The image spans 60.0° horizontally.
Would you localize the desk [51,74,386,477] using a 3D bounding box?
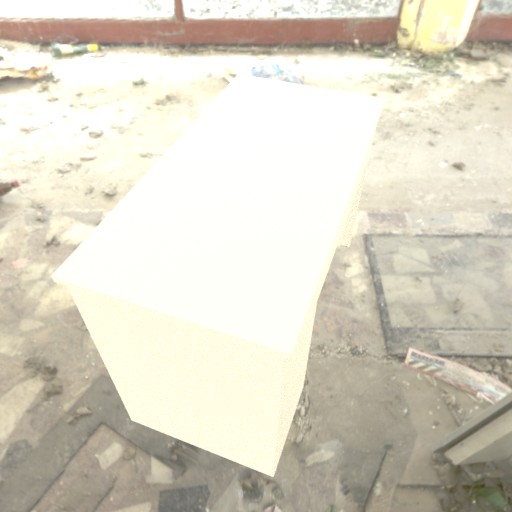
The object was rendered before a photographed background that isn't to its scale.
[{"bbox_3d":[0.000,0.000,1.538,0.560,0.735,1.097,15,48,14],"label":"desk"}]
